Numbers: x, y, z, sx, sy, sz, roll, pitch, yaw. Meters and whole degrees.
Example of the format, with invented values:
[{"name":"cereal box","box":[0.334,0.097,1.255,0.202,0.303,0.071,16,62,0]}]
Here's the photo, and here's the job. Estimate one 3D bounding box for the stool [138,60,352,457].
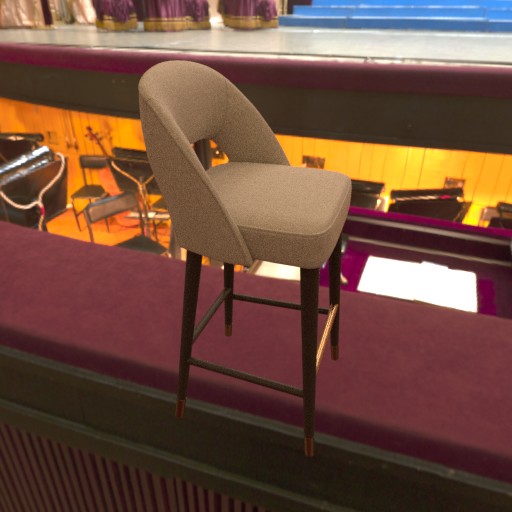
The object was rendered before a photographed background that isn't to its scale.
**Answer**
[{"name":"stool","box":[0.000,0.000,1.306,0.509,1.037,0.494,10,31,16]}]
